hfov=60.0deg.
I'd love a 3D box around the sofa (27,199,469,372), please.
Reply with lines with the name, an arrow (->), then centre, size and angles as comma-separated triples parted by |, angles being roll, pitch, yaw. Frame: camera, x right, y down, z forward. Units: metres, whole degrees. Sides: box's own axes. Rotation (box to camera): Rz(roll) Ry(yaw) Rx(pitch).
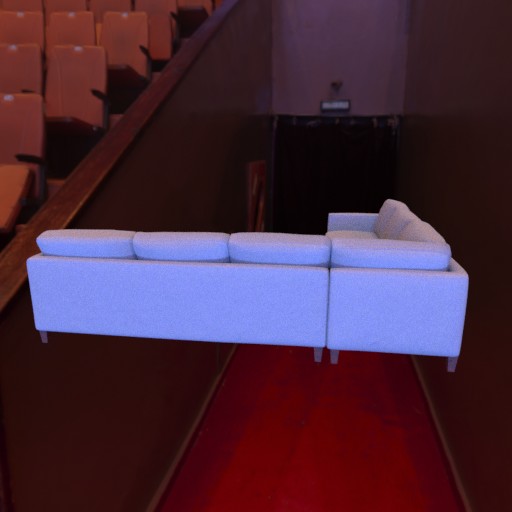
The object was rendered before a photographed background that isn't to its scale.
sofa -> 0.000, 0.000, 4.462 | 3.301, 0.947, 2.592 | 2, 15, 8
